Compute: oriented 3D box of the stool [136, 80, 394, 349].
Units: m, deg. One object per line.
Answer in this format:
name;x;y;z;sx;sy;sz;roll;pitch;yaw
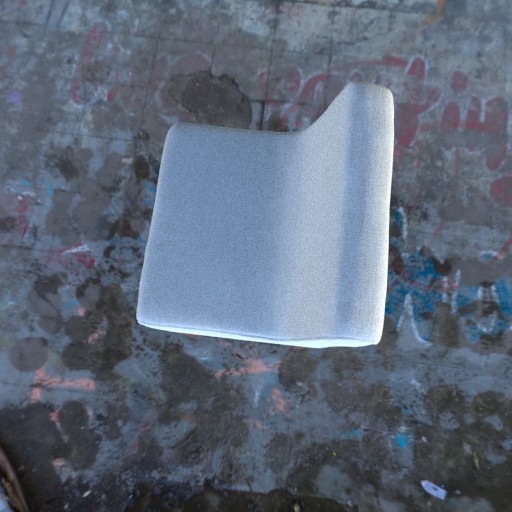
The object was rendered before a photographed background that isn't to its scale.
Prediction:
stool;0.000;0.000;1.299;0.500;1.037;0.511;6;76;2
